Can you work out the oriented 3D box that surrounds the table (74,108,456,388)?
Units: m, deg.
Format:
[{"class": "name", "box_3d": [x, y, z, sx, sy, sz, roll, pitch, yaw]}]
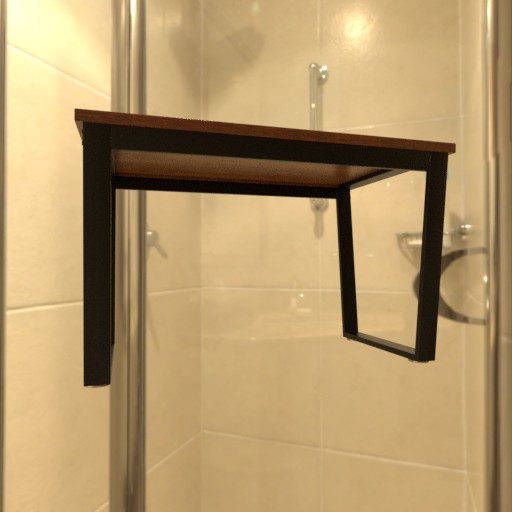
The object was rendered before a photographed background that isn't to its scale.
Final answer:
[{"class": "table", "box_3d": [0.000, 0.000, 1.669, 1.205, 0.760, 0.714, 0, -1, -16]}]
